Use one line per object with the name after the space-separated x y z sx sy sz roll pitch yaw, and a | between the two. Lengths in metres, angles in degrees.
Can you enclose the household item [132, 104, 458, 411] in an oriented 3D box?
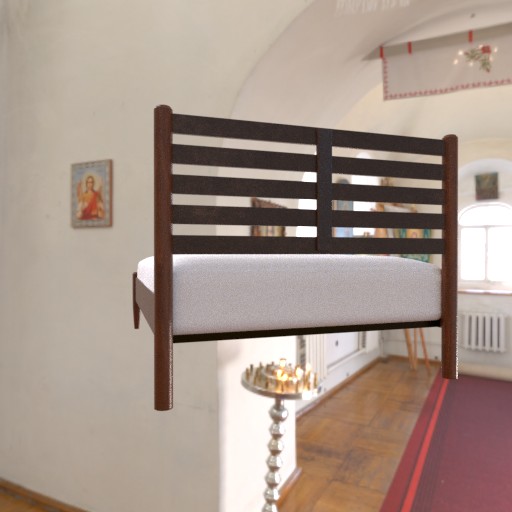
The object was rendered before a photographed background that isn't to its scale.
0.000 0.000 3.258 1.663 1.356 2.232 0 0 -18 | household item
